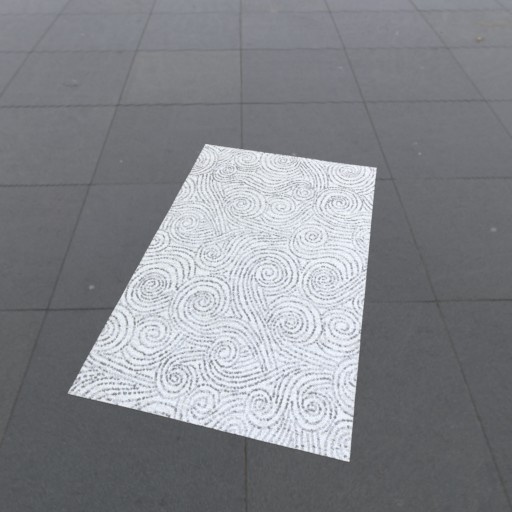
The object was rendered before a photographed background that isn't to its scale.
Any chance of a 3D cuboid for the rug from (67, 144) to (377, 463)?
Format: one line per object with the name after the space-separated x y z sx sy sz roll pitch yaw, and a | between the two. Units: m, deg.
0.000 0.000 3.076 1.524 0.005 2.439 10 49 9 | rug
